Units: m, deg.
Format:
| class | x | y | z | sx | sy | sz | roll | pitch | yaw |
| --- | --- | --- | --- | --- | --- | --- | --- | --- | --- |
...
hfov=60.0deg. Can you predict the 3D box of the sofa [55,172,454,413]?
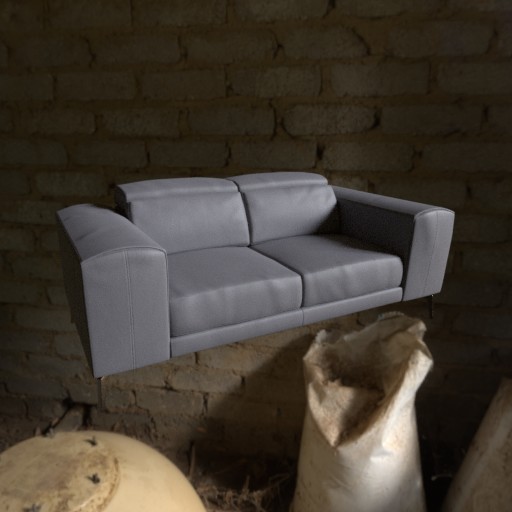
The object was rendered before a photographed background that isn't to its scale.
| class | x | y | z | sx | sy | sz | roll | pitch | yaw |
| --- | --- | --- | --- | --- | --- | --- | --- | --- | --- |
| sofa | 0.000 | 0.000 | 2.390 | 1.895 | 0.779 | 1.003 | -9 | 19 | -27 |
